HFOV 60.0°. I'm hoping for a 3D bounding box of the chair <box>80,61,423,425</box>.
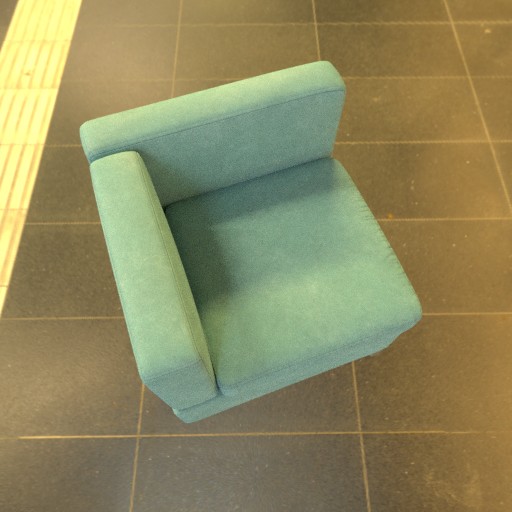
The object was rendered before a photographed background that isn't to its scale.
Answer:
[{"bbox_3d":[0.000,0.000,1.235,0.680,0.660,0.680,-18,65,-9],"label":"chair"}]
